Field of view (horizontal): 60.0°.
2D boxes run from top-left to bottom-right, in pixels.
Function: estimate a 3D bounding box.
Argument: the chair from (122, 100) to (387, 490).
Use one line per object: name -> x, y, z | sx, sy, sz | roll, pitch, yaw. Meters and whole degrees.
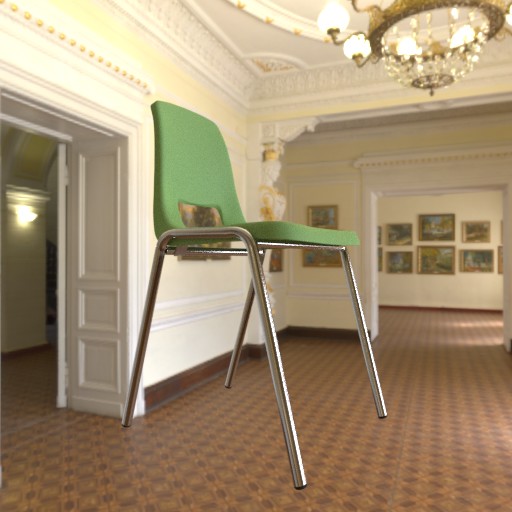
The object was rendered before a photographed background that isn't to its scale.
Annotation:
chair -> 0.000, 0.000, 0.934 | 0.436, 0.704, 0.381 | 0, -1, 35
